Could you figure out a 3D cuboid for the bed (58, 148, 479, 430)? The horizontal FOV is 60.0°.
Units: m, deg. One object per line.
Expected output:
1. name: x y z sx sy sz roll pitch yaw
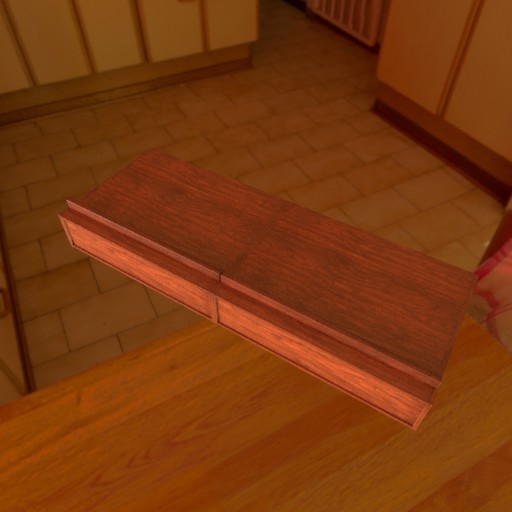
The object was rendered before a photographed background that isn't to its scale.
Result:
1. bed: 0.000 0.000 2.358 2.057 0.326 0.787 24 52 21
